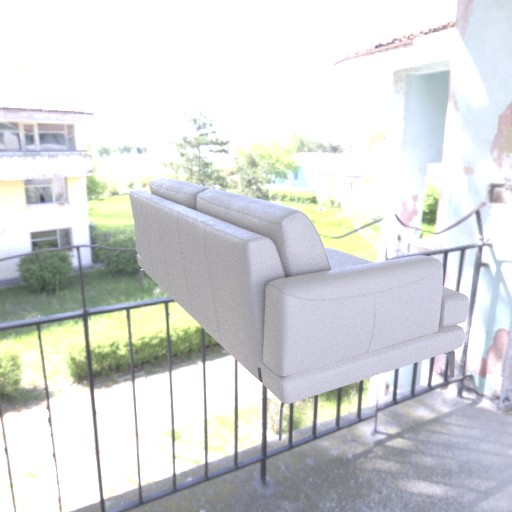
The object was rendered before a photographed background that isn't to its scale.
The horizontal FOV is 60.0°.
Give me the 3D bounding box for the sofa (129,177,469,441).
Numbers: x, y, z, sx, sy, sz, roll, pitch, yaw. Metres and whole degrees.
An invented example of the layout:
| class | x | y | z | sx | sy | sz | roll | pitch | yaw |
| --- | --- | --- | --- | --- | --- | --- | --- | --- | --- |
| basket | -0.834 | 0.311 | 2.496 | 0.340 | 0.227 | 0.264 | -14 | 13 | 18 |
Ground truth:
| class | x | y | z | sx | sy | sz | roll | pitch | yaw |
| --- | --- | --- | --- | --- | --- | --- | --- | --- | --- |
| sofa | 0.000 | 0.000 | 2.402 | 0.974 | 0.765 | 1.940 | -8 | 17 | -27 |
